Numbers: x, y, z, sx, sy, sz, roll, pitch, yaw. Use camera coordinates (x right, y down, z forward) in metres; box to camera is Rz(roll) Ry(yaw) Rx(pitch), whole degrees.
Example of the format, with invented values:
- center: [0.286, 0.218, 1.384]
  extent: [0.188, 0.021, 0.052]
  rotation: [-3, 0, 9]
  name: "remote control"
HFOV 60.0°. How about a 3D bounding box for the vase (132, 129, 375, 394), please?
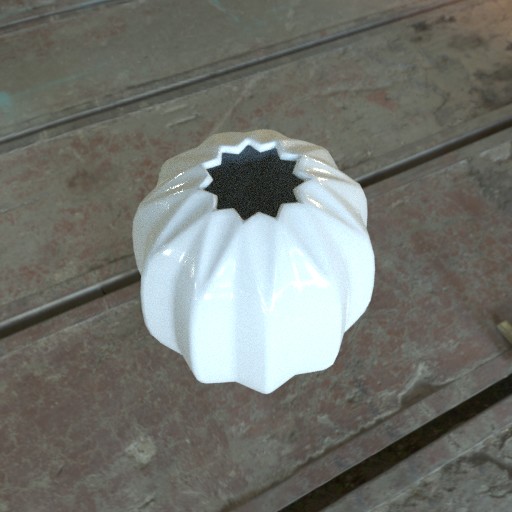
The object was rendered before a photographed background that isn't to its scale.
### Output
- center: [0.000, 0.000, 0.253]
  extent: [0.139, 0.134, 0.139]
  rotation: [0, 58, 0]
  name: "vase"
